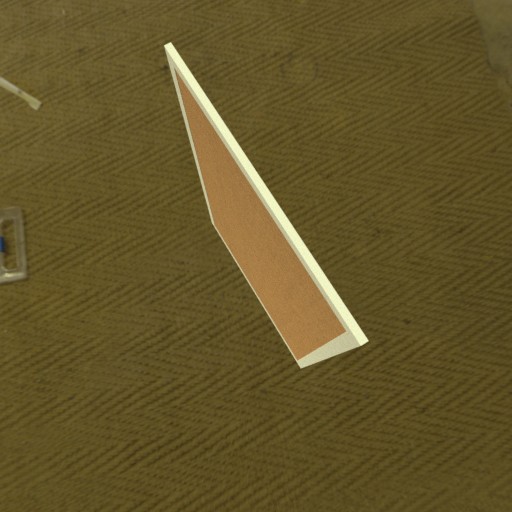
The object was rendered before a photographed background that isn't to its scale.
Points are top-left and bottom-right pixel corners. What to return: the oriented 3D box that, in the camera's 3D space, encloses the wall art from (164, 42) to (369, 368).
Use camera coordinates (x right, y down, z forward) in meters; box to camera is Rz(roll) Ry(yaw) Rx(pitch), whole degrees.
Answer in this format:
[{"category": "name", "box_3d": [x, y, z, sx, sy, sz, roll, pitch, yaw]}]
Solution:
[{"category": "wall art", "box_3d": [0.000, 0.000, 1.234, 0.015, 0.965, 0.660, -30, 76, -8]}]
